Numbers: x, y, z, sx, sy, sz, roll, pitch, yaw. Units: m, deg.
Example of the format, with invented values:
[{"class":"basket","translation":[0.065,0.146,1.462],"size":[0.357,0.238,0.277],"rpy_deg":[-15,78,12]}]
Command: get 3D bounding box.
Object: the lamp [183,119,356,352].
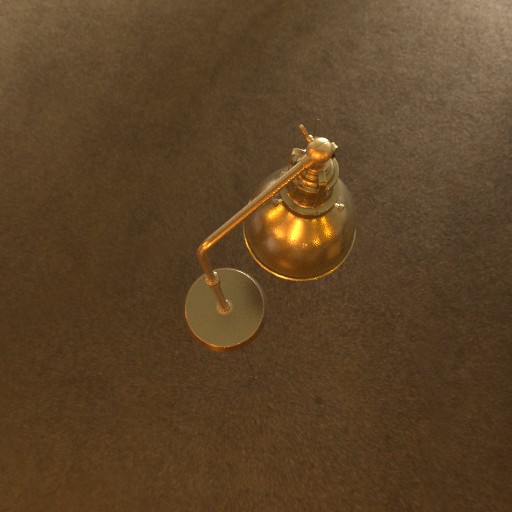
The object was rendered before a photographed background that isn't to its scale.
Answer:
[{"class":"lamp","translation":[0.000,0.000,0.592],"size":[0.286,0.456,0.153],"rpy_deg":[-33,77,-8]}]
